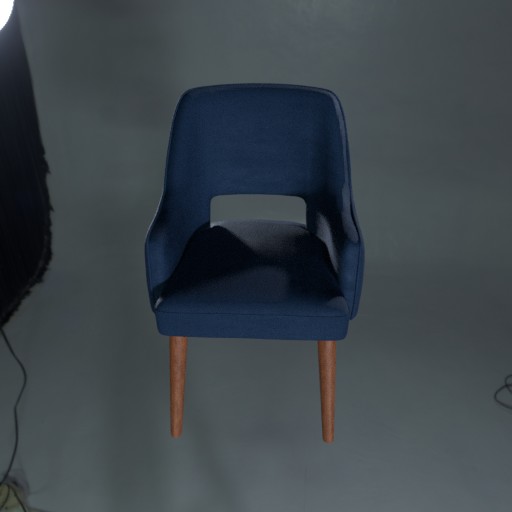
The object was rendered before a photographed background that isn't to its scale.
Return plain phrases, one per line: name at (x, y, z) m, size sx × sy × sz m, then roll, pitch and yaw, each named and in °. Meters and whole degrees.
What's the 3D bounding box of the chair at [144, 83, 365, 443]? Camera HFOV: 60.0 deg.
chair at (0.000, 0.000, 1.267) m, size 0.559 × 0.844 × 0.591 m, roll 1°, pitch 31°, yaw 2°
